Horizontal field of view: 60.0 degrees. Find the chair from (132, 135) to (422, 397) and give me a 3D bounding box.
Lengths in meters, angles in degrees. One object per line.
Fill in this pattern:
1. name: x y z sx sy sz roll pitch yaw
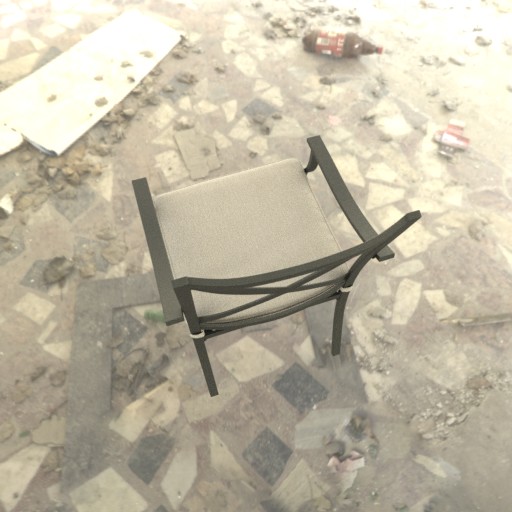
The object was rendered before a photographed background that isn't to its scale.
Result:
1. chair: 0.000 0.000 1.319 0.575 0.889 0.620 -16 59 -10
